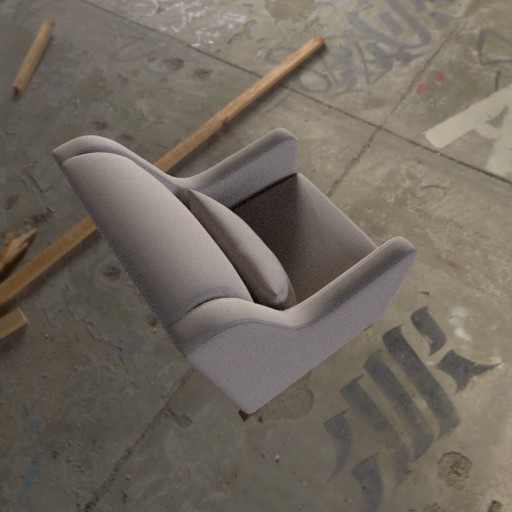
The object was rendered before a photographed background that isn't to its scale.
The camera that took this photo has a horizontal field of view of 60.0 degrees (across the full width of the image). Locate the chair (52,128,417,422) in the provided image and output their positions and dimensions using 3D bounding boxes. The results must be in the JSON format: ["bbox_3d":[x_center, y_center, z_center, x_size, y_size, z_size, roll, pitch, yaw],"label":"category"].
[{"bbox_3d":[0.000,0.000,1.557,0.863,1.010,0.715,-31,63,-18],"label":"chair"}]
